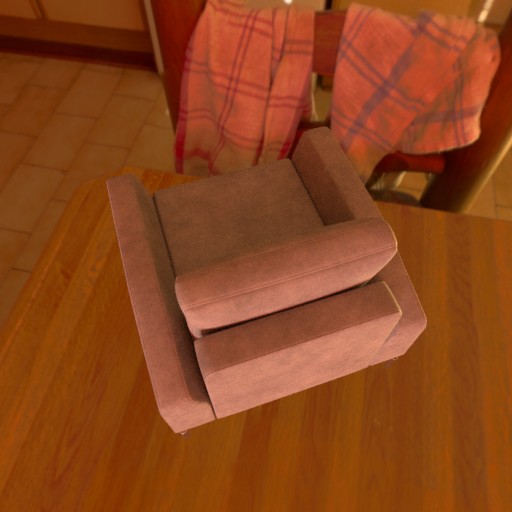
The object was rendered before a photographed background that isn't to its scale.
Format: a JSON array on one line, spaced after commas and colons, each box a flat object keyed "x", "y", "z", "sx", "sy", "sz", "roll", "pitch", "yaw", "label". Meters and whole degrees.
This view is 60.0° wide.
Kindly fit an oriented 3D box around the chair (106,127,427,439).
[{"x": 0.000, "y": 0.000, "z": 1.609, "sx": 0.900, "sy": 0.800, "sz": 0.900, "roll": -16, "pitch": 59, "yaw": -10, "label": "chair"}]
